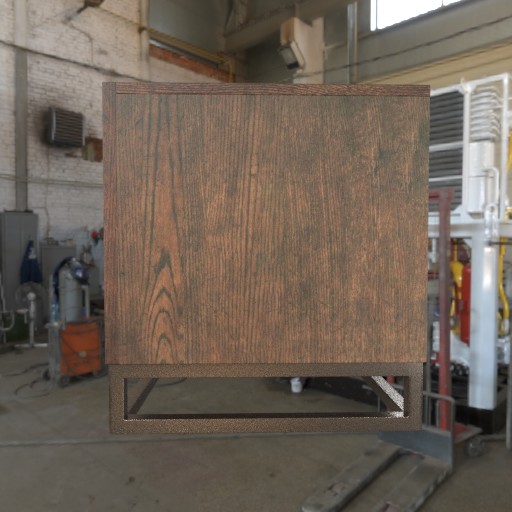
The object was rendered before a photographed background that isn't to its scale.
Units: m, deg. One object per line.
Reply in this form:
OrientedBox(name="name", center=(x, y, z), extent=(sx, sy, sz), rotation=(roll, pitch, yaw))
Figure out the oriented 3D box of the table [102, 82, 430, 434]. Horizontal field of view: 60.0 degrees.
OrientedBox(name="table", center=(0.000, 0.000, 0.987), extent=(0.566, 0.582, 0.506), rotation=(0, 2, -1))
